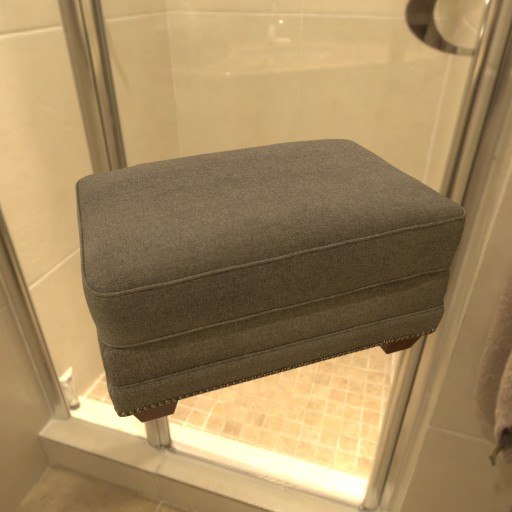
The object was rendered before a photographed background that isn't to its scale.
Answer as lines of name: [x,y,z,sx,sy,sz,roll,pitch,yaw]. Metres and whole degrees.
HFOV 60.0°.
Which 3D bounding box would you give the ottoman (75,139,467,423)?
ottoman: [0.000,0.000,1.135,0.813,0.457,0.561,-11,34,-16]
